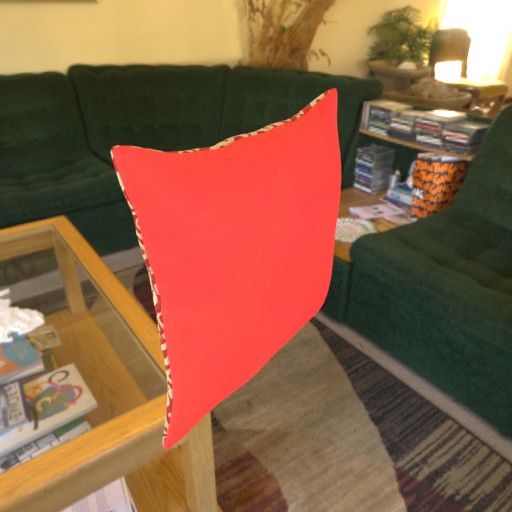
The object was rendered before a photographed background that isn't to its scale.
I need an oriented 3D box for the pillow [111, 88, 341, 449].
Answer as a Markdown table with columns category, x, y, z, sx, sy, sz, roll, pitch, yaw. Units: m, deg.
| category | x | y | z | sx | sy | sz | roll | pitch | yaw |
| --- | --- | --- | --- | --- | --- | --- | --- | --- | --- |
| pillow | 0.000 | 0.000 | 0.790 | 0.192 | 0.507 | 0.522 | 20 | 35 | 31 |
